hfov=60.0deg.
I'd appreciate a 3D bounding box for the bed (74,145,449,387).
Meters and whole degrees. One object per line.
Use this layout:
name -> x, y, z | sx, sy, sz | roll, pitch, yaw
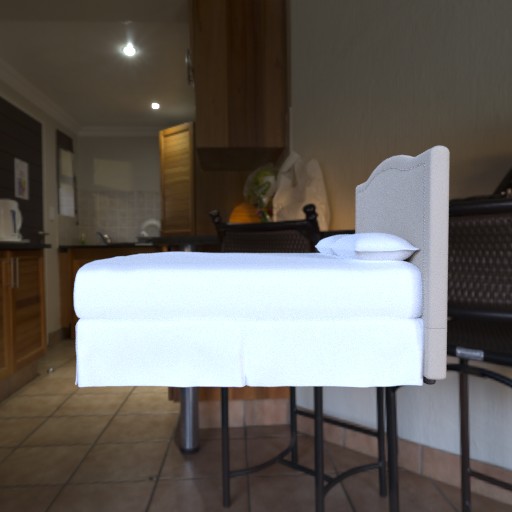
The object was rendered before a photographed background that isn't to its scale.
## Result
bed -> 0.000, 0.000, 3.181 | 2.052, 1.398, 1.678 | 0, 2, -1
